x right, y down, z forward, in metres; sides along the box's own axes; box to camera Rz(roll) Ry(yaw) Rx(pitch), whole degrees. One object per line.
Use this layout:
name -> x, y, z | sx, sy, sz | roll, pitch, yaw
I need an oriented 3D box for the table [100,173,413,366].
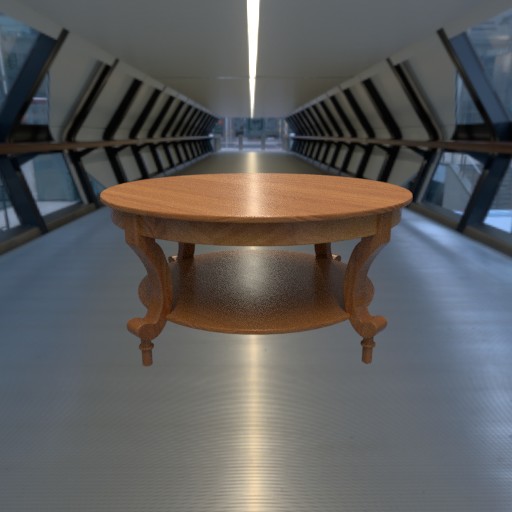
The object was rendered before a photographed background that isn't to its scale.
table -> 0.000, 0.000, 1.598 | 1.029, 0.490, 1.029 | 0, 16, 0
